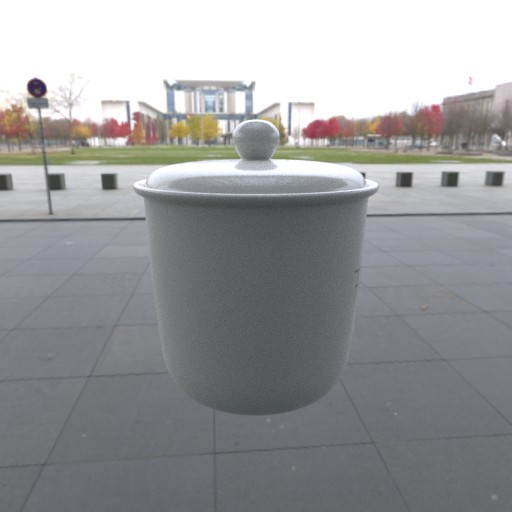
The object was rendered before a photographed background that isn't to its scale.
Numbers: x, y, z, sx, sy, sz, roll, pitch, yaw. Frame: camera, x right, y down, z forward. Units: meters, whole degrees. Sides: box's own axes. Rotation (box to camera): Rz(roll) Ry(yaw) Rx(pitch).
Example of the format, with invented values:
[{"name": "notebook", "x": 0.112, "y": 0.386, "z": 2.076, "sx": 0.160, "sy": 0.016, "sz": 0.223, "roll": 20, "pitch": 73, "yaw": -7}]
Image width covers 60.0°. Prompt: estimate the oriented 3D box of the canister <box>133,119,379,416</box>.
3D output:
[{"name": "canister", "x": 0.000, "y": 0.000, "z": 0.353, "sx": 0.182, "sy": 0.208, "sz": 0.182, "roll": 0, "pitch": 14, "yaw": 0}]
